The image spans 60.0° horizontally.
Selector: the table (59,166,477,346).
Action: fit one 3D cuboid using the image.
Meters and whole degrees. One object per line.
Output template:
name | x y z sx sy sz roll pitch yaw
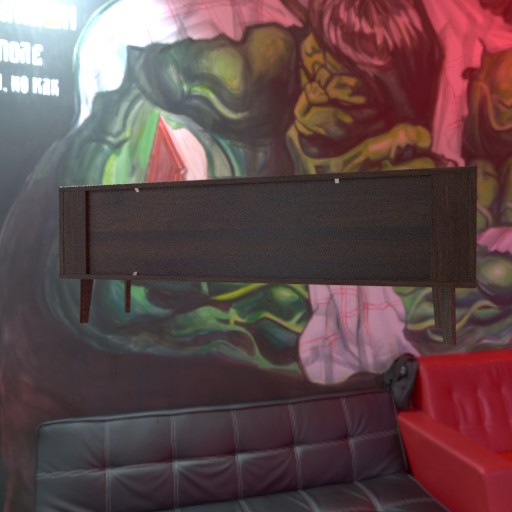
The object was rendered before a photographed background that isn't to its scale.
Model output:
table | 0.000 0.000 1.620 1.397 0.508 0.405 0 1 17
